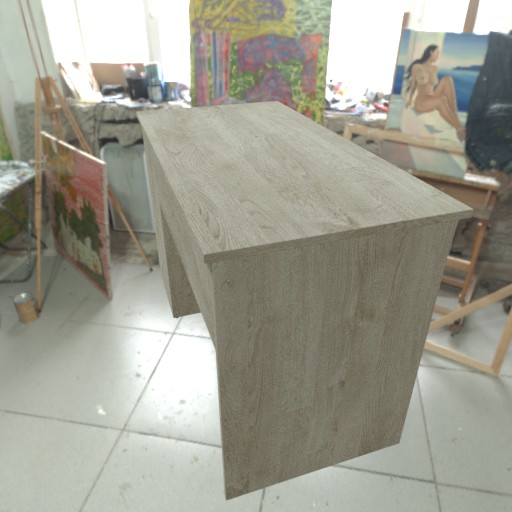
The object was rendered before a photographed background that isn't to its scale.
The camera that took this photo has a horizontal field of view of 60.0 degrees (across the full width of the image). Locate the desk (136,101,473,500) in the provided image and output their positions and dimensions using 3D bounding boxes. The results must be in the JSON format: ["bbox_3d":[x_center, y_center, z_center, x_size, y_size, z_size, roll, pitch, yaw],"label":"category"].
[{"bbox_3d":[0.000,0.000,1.452,0.560,0.730,1.096,-10,32,-16],"label":"desk"}]
